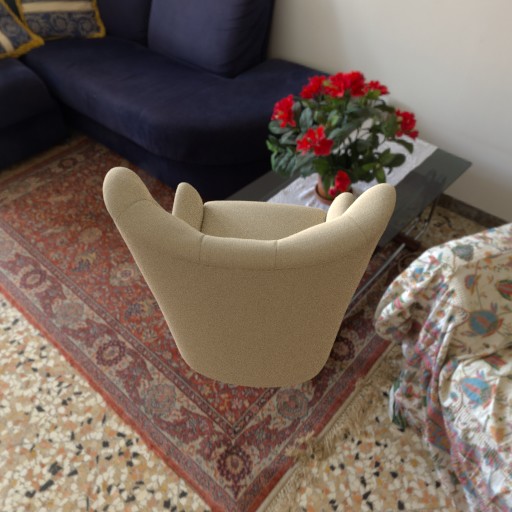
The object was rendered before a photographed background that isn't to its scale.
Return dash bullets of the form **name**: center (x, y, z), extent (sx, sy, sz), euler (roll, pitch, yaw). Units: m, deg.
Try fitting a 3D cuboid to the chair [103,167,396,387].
- **chair**: center (0.000, 0.000, 1.778), extent (0.831, 1.079, 0.929), euler (4, 47, 4)
